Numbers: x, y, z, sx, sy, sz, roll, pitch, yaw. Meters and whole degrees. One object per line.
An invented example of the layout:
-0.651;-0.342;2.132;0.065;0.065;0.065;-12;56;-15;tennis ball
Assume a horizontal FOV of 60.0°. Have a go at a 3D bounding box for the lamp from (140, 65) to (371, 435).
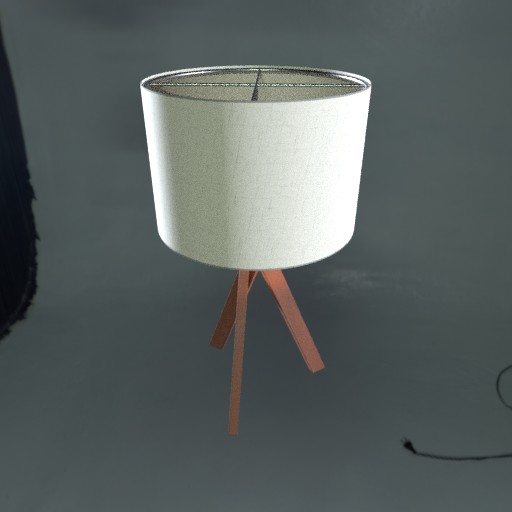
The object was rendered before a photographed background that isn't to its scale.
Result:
0.000;0.000;0.917;0.380;0.686;0.380;1;30;2;lamp
